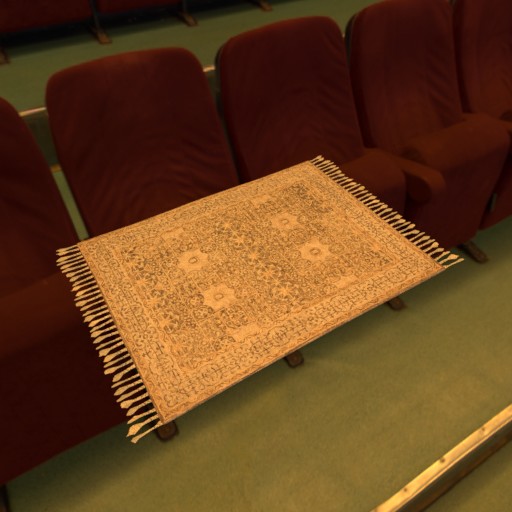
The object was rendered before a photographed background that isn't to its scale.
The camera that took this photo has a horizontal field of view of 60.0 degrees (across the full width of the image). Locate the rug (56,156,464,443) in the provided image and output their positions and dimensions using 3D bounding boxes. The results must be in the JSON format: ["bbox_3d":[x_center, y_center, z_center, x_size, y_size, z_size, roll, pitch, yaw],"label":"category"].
[{"bbox_3d":[0.000,0.000,3.143,2.465,0.023,1.619,-23,49,-22],"label":"rug"}]
